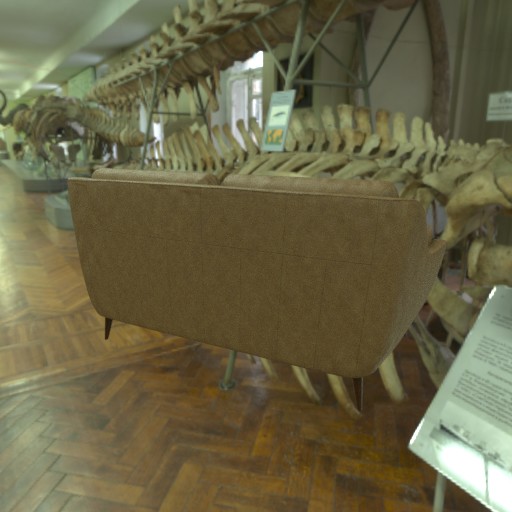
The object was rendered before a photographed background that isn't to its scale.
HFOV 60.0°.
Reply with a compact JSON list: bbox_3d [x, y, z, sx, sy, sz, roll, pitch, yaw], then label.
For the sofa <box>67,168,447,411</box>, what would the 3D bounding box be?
[{"bbox_3d":[0.000,0.000,2.278,1.731,0.886,0.981,8,17,27],"label":"sofa"}]
